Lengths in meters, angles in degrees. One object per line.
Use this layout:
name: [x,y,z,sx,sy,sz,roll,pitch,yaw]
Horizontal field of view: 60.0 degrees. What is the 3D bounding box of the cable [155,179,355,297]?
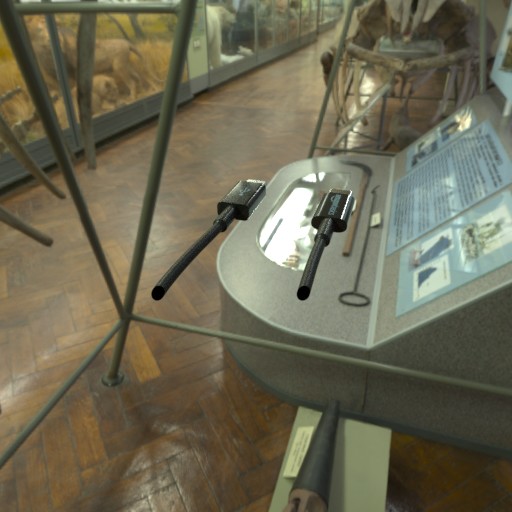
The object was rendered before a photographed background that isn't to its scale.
cable: [0.000,0.000,0.114,0.040,0.006,0.098,9,32,15]
